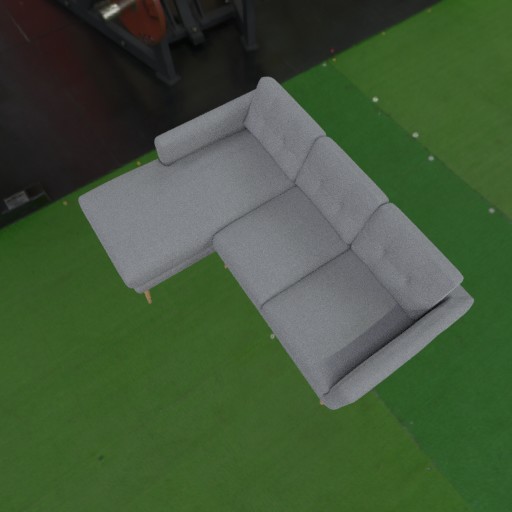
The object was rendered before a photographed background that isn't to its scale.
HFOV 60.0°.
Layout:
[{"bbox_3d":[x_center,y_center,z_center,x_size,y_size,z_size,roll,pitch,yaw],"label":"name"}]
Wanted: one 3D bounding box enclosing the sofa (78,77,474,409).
[{"bbox_3d":[0.000,0.000,2.760,1.530,0.860,2.040,-31,67,-15],"label":"sofa"}]
